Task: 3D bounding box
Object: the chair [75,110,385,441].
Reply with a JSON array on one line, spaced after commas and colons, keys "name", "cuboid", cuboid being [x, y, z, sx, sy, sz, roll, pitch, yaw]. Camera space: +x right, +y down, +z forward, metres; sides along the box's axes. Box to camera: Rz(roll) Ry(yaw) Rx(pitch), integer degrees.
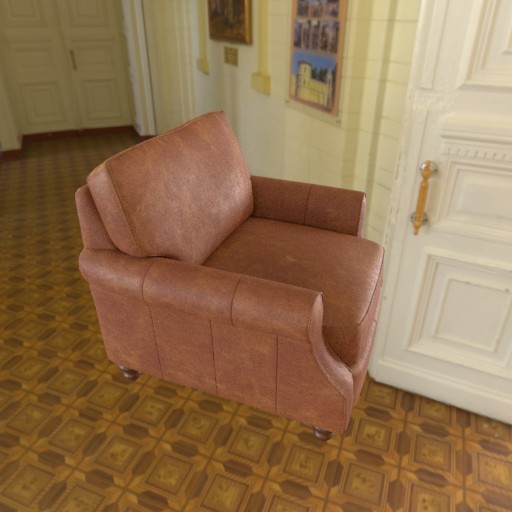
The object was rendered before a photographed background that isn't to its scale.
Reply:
[{"name": "chair", "cuboid": [0.000, 0.000, 1.747, 0.986, 0.962, 0.983, 11, 32, 18]}]
